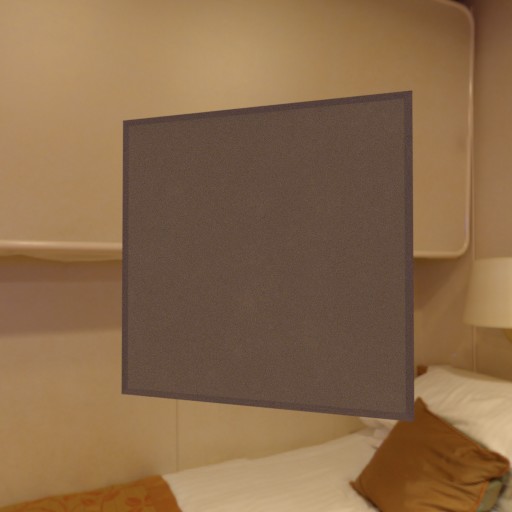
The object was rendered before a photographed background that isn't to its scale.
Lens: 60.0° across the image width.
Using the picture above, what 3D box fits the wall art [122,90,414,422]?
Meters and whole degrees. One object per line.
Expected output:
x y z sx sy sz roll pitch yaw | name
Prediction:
0.000 0.000 1.139 0.761 0.758 0.038 0 -1 16 | wall art
